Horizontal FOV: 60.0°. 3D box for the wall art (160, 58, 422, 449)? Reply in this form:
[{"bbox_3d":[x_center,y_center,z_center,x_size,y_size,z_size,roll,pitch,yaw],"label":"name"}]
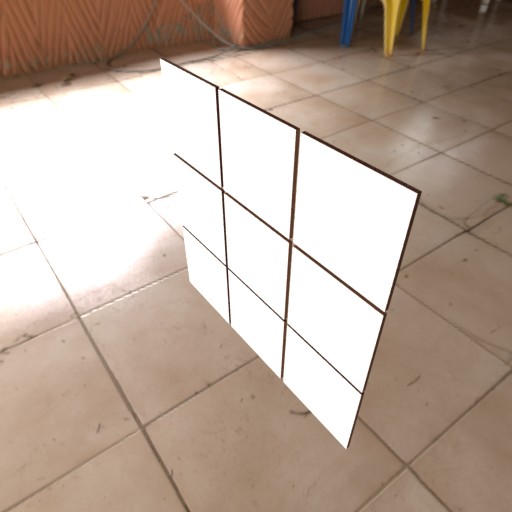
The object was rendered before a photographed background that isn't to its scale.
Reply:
[{"bbox_3d":[0.000,0.000,1.814,0.017,1.246,1.256,-26,47,-27],"label":"wall art"}]
